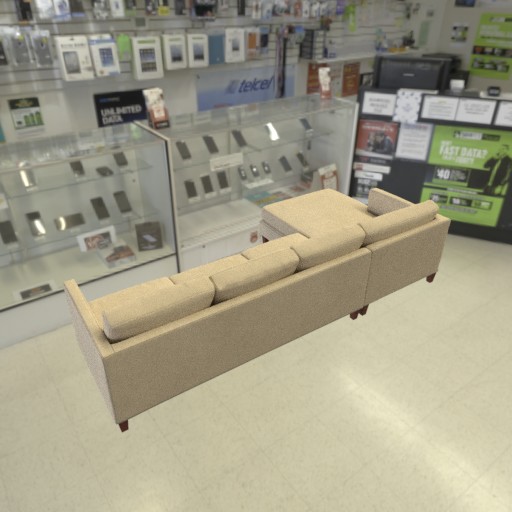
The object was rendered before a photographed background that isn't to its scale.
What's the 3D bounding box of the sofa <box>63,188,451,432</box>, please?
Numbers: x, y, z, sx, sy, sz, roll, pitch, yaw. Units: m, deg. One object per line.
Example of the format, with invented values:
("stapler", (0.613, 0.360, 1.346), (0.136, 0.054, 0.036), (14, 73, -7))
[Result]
("sofa", (0.000, 0.000, 3.948), (3.186, 0.846, 1.625), (-19, 36, -28))
